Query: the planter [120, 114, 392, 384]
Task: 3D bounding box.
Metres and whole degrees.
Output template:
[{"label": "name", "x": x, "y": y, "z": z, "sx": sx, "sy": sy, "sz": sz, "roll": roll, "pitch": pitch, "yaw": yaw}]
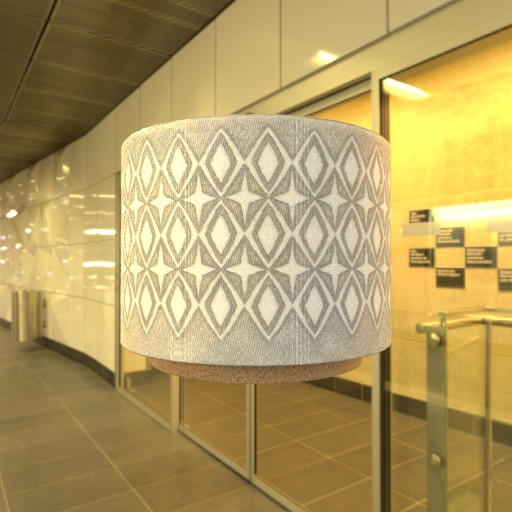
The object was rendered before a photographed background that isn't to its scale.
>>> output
[{"label": "planter", "x": 0.000, "y": 0.000, "z": 0.319, "sx": 0.186, "sy": 0.144, "sz": 0.186, "roll": 0, "pitch": -1, "yaw": 0}]
